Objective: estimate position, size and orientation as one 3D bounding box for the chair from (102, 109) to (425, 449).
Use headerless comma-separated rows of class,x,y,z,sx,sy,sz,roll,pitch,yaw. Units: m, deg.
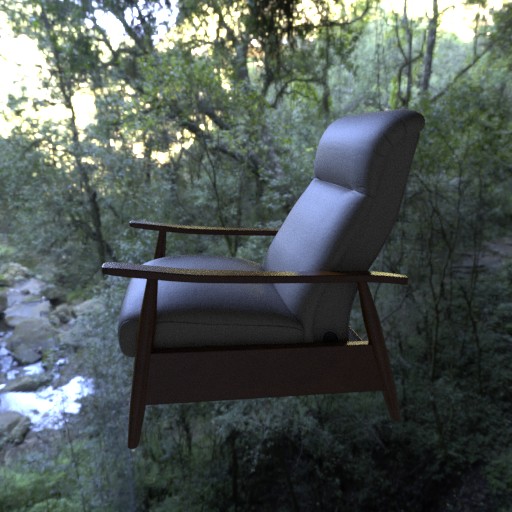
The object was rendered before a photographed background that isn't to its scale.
chair,0.000,0.000,1.743,1.032,1.082,0.762,-2,15,-9
